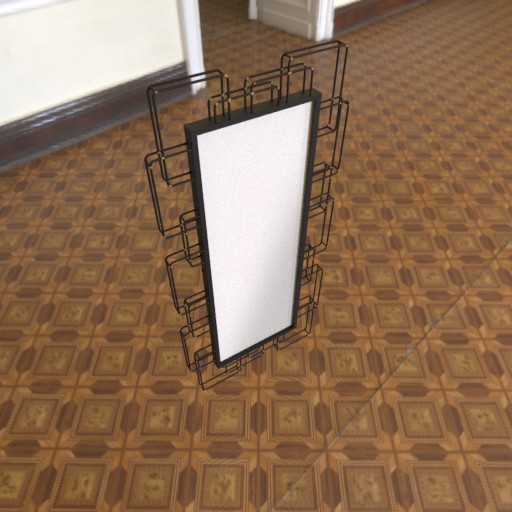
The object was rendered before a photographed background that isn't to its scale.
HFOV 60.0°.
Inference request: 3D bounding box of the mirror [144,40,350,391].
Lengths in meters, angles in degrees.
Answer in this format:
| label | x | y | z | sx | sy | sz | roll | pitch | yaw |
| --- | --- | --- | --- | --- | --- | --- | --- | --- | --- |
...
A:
| label | x | y | z | sx | sy | sz | roll | pitch | yaw |
| --- | --- | --- | --- | --- | --- | --- | --- | --- | --- |
| mirror | 0.000 | 0.000 | 1.387 | 0.565 | 1.192 | 0.037 | -24 | 50 | -22 |
